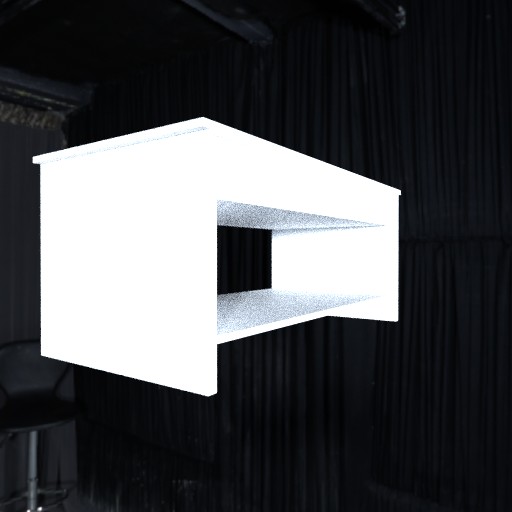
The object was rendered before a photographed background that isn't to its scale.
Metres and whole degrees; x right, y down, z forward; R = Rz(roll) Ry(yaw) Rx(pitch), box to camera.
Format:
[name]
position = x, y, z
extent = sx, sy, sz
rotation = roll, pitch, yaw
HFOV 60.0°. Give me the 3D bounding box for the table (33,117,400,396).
[table]
position = 0.000, 0.000, 1.244
extent = 0.500, 0.441, 1.000
rotation = 0, 0, 35
